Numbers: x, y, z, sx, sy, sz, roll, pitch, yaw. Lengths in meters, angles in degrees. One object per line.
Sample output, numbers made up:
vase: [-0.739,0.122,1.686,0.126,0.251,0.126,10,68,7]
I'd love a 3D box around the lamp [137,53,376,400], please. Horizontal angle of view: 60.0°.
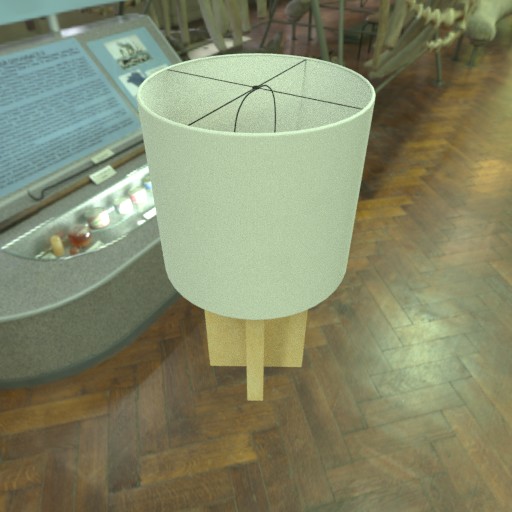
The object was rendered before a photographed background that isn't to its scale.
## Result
lamp: [0.000,0.000,0.566,0.229,0.428,0.229,1,39,1]
